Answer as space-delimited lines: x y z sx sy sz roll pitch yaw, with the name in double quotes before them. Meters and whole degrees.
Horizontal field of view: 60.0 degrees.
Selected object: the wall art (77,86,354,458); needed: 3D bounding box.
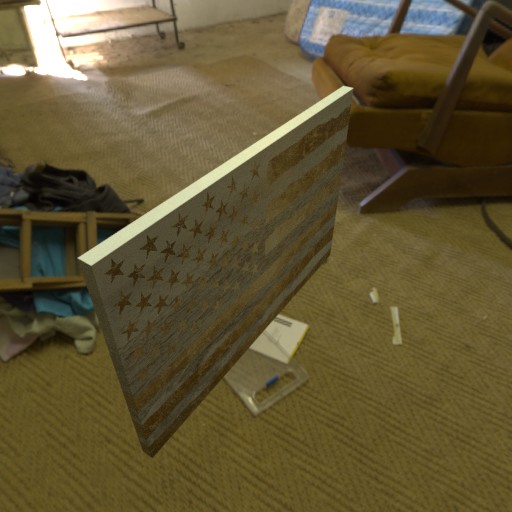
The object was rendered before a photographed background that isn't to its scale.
"wall art" 0.000 0.000 1.442 0.041 0.762 1.145 24 46 26
